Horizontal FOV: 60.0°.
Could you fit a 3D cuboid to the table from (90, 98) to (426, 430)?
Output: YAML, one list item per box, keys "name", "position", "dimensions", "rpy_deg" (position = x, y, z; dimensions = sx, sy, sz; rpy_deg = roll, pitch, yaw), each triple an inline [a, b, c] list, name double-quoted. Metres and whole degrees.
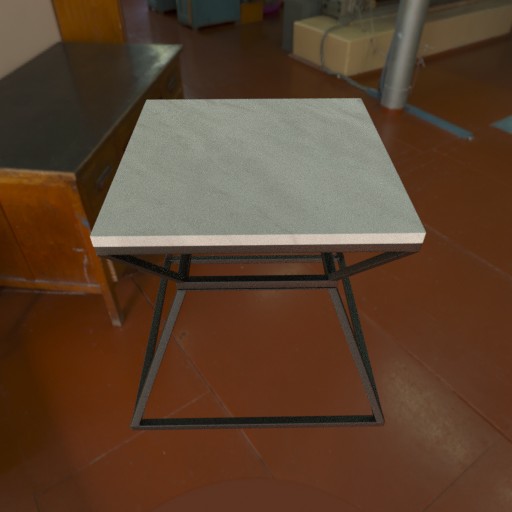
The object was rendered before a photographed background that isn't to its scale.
- name: "table"
  position: [0.000, 0.000, 0.827]
  dimensions: [0.455, 0.431, 0.455]
  rpy_deg: [-1, 42, -1]
